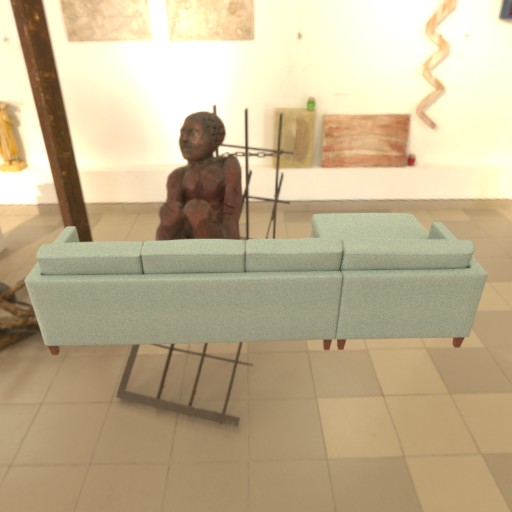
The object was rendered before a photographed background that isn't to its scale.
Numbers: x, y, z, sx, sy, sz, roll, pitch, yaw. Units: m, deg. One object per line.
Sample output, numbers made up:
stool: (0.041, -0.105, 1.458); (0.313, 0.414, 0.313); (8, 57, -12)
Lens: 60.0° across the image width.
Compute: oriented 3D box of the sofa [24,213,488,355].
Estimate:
sofa: (0.000, 0.000, 4.081); (3.470, 0.953, 1.600); (-1, 30, -1)
